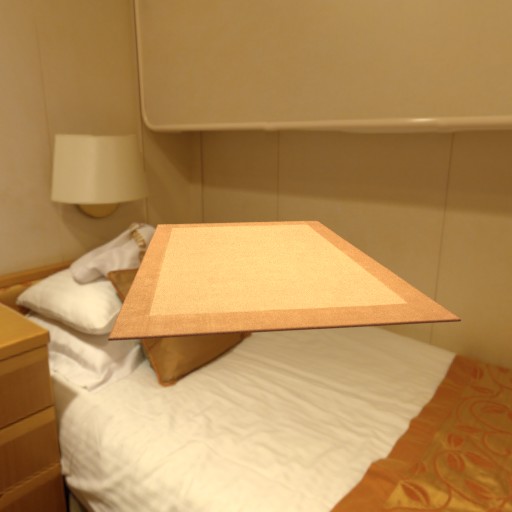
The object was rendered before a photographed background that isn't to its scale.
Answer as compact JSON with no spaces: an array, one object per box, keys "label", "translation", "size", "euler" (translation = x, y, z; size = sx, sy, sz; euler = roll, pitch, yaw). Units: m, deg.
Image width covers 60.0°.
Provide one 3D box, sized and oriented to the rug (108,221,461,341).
[{"label":"rug","translation":[0.000,0.000,3.043],"size":[1.524,0.014,2.438],"euler":[-2,15,-7]}]
